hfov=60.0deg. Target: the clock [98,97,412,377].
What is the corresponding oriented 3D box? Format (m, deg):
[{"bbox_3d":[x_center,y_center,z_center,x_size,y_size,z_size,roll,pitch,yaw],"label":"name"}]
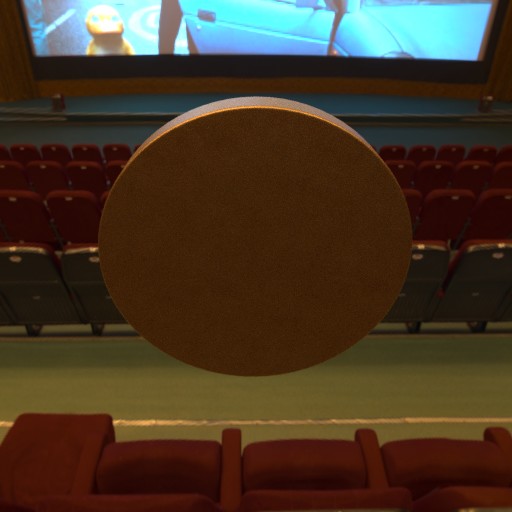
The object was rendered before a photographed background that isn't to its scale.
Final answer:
[{"bbox_3d":[0.000,0.000,0.465,0.314,0.314,0.040,-1,31,-1],"label":"clock"}]
